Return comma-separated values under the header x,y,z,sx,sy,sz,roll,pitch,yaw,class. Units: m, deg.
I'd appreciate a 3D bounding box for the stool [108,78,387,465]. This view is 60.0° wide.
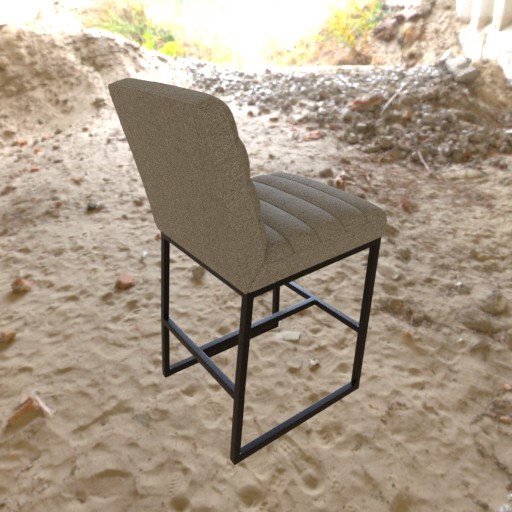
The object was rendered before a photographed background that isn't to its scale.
x,y,z,sx,sy,sz,roll,pitch,yaw,class
0.000,0.000,1.251,0.560,0.940,0.460,-18,32,-32,stool
